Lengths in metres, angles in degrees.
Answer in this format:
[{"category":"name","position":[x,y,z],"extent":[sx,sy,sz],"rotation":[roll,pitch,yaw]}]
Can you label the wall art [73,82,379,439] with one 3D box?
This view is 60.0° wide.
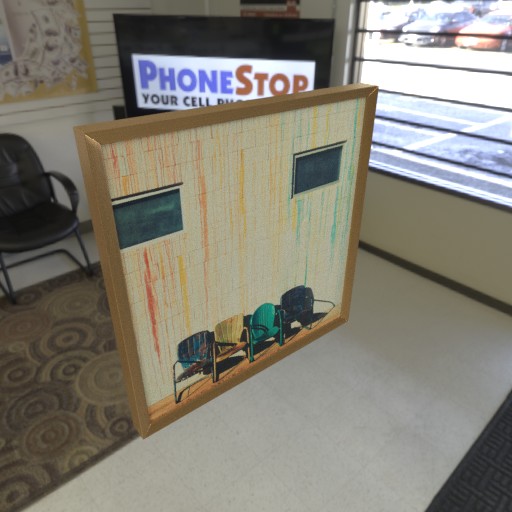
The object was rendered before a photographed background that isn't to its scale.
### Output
[{"category":"wall art","position":[0.000,0.000,0.755],"extent":[0.505,0.505,0.037],"rotation":[-22,36,-33]}]
